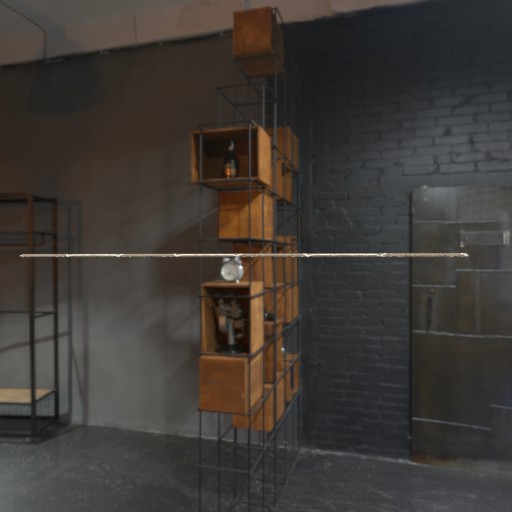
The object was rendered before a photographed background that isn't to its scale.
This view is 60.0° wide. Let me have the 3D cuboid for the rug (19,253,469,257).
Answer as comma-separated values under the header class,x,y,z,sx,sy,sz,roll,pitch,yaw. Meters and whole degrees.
class,x,y,z,sx,sy,sz,roll,pitch,yaw
rug,0.000,0.000,2.291,1.836,0.012,1.239,0,0,18
